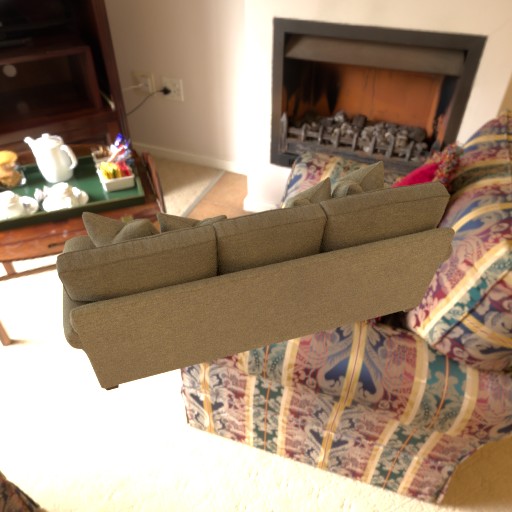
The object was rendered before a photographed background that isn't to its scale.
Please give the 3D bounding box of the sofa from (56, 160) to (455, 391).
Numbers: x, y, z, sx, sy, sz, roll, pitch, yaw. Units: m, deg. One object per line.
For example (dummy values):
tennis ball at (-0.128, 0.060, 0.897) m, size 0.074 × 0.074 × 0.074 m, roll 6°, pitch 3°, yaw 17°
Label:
sofa at (0.000, 0.000, 2.846) m, size 2.312 × 0.975 × 0.965 m, roll -12°, pitch 41°, yaw -14°
